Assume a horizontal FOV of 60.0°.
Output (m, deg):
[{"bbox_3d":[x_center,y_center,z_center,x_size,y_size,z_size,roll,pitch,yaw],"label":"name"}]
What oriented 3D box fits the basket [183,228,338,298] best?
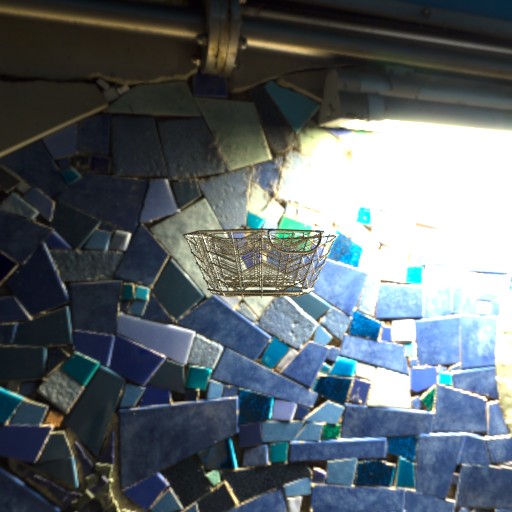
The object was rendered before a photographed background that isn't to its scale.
[{"bbox_3d":[0.000,0.000,1.388,0.432,0.178,1.246,0,-1,-1],"label":"basket"}]
